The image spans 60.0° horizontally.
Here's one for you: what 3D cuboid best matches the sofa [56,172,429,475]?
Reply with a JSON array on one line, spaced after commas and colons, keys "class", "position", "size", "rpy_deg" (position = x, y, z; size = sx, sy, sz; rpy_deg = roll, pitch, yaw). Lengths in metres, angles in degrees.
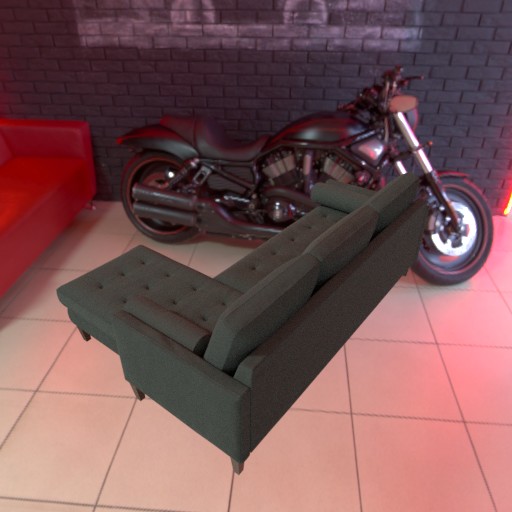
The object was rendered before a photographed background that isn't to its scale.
[{"class": "sofa", "position": [0.000, 0.000, 2.942], "size": [1.506, 0.876, 2.178], "rpy_deg": [23, 39, 31]}]
